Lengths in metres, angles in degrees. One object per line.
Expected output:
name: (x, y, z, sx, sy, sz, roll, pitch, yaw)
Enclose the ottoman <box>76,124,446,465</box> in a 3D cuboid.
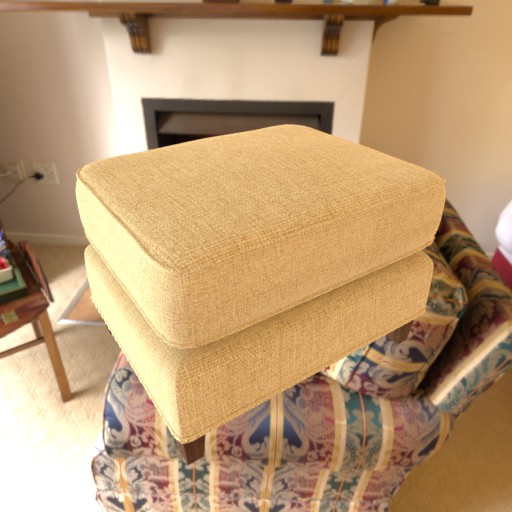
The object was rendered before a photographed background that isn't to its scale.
ottoman: (0.000, 0.000, 1.135, 0.738, 0.537, 0.589, -20, 37, -29)
